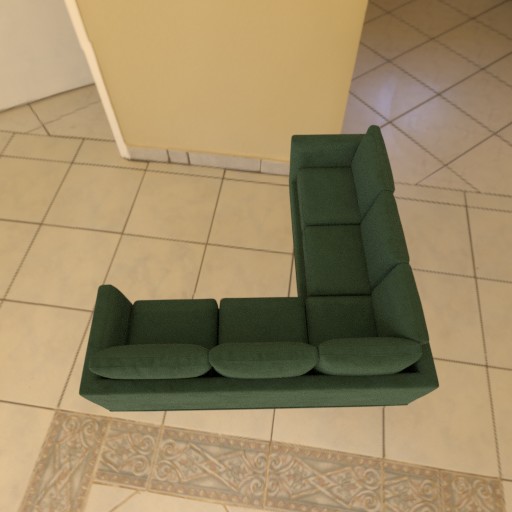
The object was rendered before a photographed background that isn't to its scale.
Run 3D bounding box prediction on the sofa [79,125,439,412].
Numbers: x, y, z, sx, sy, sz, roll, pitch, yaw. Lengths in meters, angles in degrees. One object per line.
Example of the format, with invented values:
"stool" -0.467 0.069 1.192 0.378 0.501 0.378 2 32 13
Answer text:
"sofa" 0.000 0.000 3.846 2.452 1.004 2.468 -1 58 -1
